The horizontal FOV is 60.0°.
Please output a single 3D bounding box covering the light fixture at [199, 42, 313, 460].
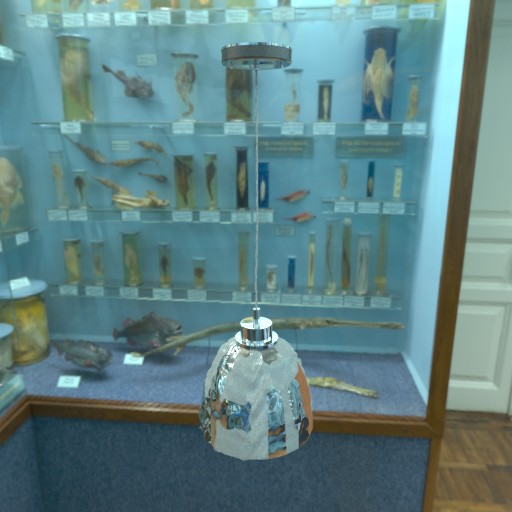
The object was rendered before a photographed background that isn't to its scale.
[{"bbox_3d":[0.000,0.000,1.760,0.496,1.511,0.500,2,15,7],"label":"light fixture"}]
